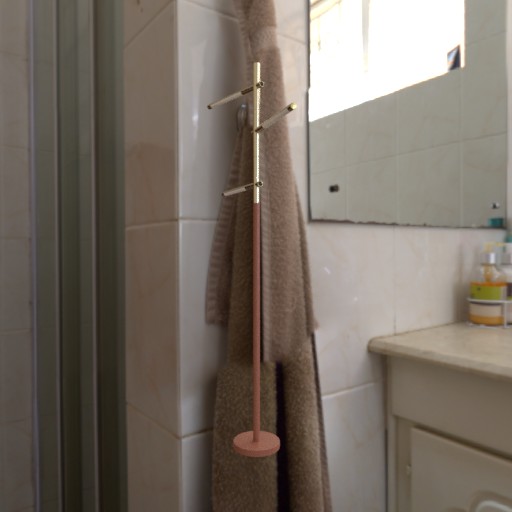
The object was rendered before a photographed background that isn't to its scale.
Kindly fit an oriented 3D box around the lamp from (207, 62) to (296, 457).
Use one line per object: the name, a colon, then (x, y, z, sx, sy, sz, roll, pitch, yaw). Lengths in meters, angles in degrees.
lamp: (0.000, 0.000, 1.978, 0.209, 1.704, 0.737, 0, 1, -35)
